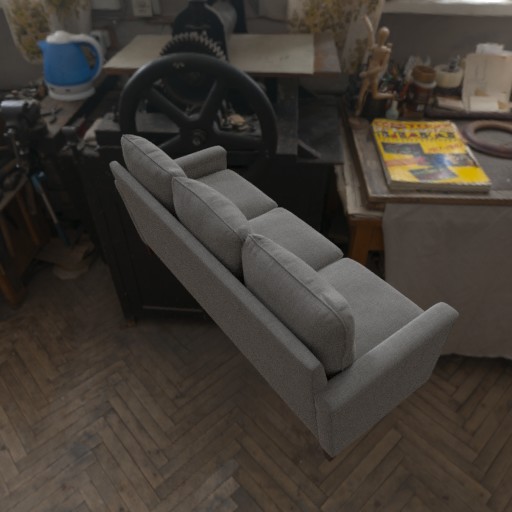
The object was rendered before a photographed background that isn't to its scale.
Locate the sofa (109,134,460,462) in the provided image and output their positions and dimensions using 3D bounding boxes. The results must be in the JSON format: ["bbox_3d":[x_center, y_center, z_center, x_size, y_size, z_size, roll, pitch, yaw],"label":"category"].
[{"bbox_3d":[0.000,0.000,2.408,0.828,0.959,1.925,-26,48,-27],"label":"sofa"}]
